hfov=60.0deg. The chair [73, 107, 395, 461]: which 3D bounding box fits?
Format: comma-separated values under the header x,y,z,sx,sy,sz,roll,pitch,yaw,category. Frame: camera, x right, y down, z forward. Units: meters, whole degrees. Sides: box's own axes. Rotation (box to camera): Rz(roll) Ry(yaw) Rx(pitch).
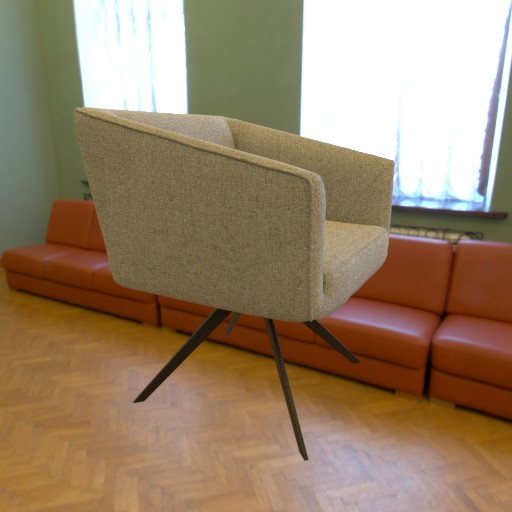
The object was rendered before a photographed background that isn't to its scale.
x,y,z,sx,sy,sz,roll,pitch,yaw,category
0.000,0.000,1.209,0.623,0.760,0.628,8,17,28,chair
